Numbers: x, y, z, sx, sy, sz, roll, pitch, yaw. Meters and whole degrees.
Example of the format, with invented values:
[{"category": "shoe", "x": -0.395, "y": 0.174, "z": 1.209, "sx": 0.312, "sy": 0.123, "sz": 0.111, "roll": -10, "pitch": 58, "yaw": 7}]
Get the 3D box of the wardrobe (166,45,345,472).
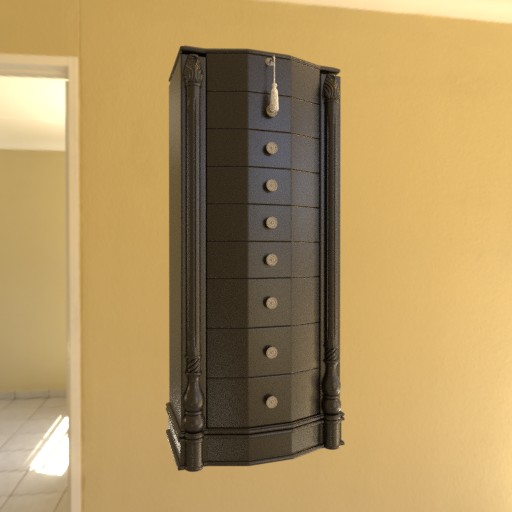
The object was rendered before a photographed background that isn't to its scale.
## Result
[{"category": "wardrobe", "x": 0.000, "y": 0.000, "z": 1.192, "sx": 0.444, "sy": 1.011, "sz": 0.295, "roll": 0, "pitch": 1, "yaw": -18}]
